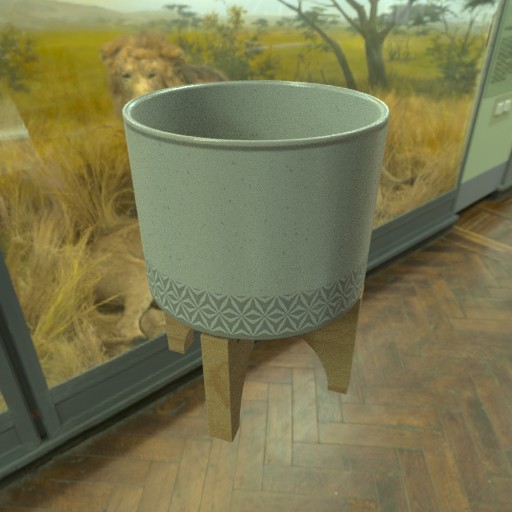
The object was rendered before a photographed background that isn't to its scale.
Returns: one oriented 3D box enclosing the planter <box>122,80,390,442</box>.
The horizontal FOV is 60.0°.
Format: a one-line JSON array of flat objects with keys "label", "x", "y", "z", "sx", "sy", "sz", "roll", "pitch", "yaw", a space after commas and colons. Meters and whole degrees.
[{"label": "planter", "x": 0.000, "y": 0.000, "z": 0.267, "sx": 0.130, "sy": 0.178, "sz": 0.130, "roll": 0, "pitch": 31, "yaw": 0}]
